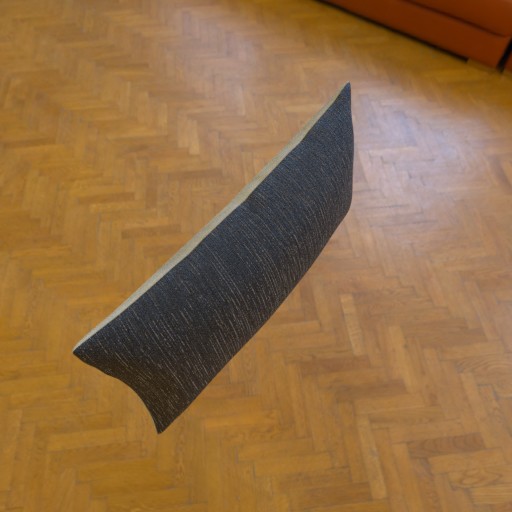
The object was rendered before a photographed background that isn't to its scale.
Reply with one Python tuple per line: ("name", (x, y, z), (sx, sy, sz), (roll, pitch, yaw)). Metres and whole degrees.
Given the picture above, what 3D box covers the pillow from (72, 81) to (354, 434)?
("pillow", (0.000, 0.000, 0.746), (0.156, 0.305, 0.608), (33, 63, 19))
